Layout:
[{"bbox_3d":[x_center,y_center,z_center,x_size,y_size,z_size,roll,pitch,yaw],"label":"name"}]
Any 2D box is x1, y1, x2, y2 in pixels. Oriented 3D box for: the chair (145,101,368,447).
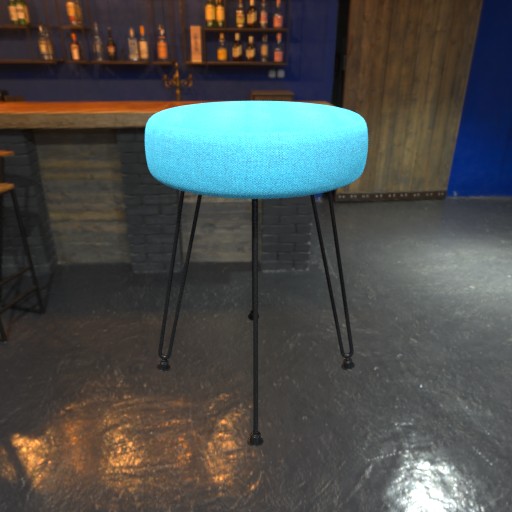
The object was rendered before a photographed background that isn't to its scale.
[{"bbox_3d":[0.000,0.000,0.691,0.350,0.440,0.350,0,25,-1],"label":"chair"}]
